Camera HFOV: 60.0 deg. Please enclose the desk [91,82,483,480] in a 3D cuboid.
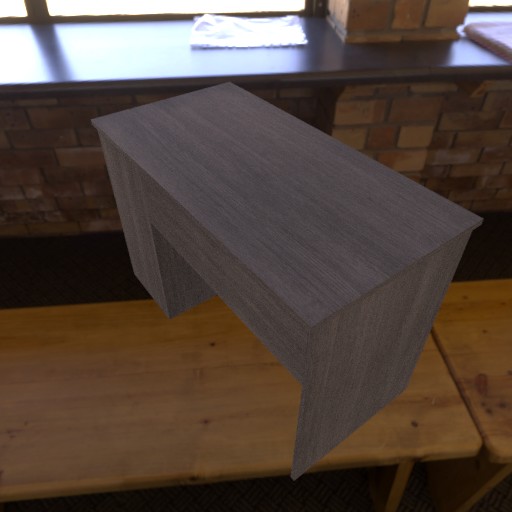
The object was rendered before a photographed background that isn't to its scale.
[{"bbox_3d":[0.000,0.000,1.523,0.560,0.735,1.097,-26,48,-26],"label":"desk"}]
